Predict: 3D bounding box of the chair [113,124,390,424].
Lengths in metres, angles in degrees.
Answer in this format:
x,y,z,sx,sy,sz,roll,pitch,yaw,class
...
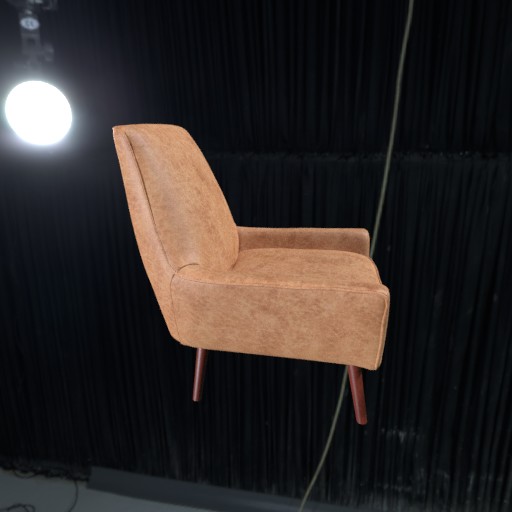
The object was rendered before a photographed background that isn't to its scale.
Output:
x,y,z,sx,sy,sz,roll,pitch,yaw,class
0.000,0.000,1.546,0.851,0.883,0.753,3,16,9,chair
